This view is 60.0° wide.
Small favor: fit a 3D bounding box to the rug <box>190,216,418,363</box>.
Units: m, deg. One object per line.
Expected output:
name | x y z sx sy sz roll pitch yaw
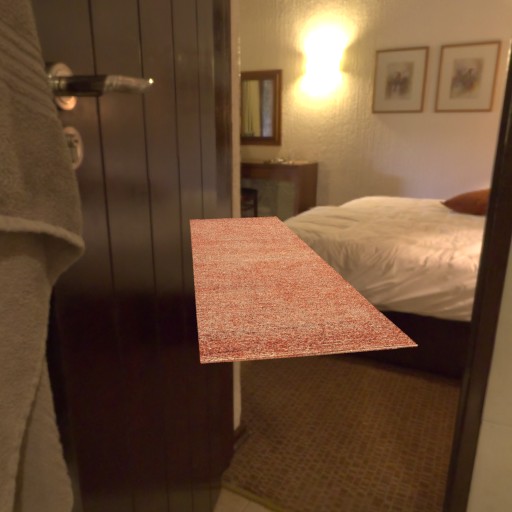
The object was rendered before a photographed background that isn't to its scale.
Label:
rug | 0.000 0.000 2.525 0.718 0.013 2.353 -2 16 -9
